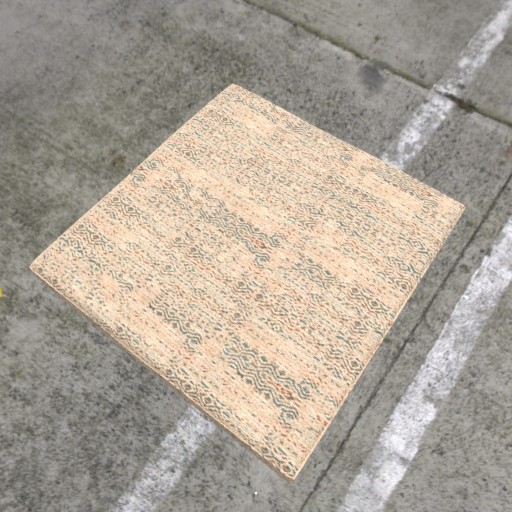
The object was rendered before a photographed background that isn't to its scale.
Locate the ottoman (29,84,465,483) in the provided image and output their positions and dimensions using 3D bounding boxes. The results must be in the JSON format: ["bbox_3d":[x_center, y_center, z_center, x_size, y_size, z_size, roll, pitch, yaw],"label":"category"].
[{"bbox_3d":[0.000,0.000,1.499,0.968,0.356,1.004,33,67,16],"label":"ottoman"}]
